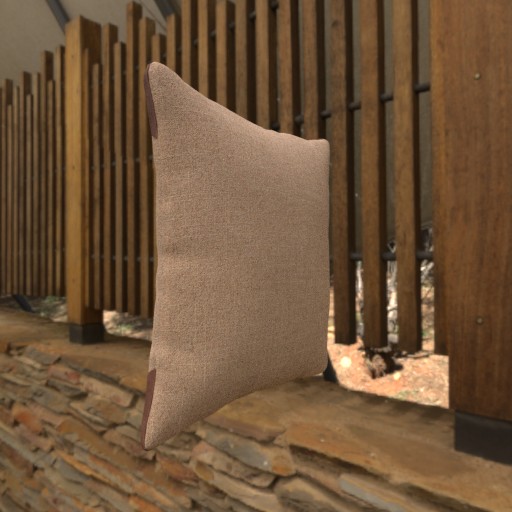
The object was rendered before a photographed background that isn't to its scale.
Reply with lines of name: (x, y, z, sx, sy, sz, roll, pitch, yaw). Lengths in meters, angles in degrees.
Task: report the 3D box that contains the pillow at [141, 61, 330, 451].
pillow: (0.000, 0.000, 0.680, 0.147, 0.448, 0.437, 0, 0, 36)
